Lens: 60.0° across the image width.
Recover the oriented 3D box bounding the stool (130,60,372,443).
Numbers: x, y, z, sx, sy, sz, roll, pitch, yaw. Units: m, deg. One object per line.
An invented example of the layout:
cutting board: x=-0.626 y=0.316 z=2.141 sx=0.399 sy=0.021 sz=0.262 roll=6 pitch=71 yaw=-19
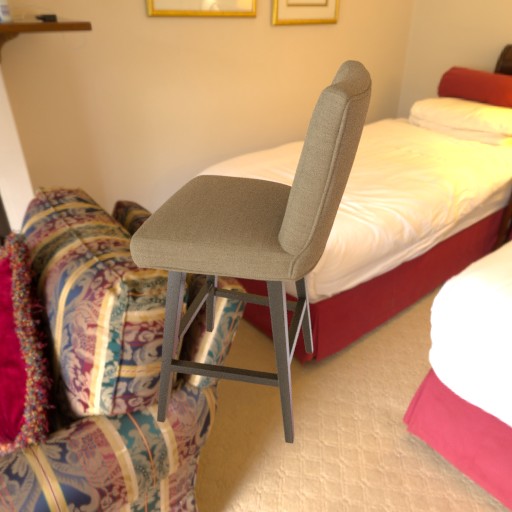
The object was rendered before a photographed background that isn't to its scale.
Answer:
stool: x=0.000 y=0.000 z=1.379 sx=0.574 sy=1.086 sz=0.514 roll=7 pitch=31 yaw=12
